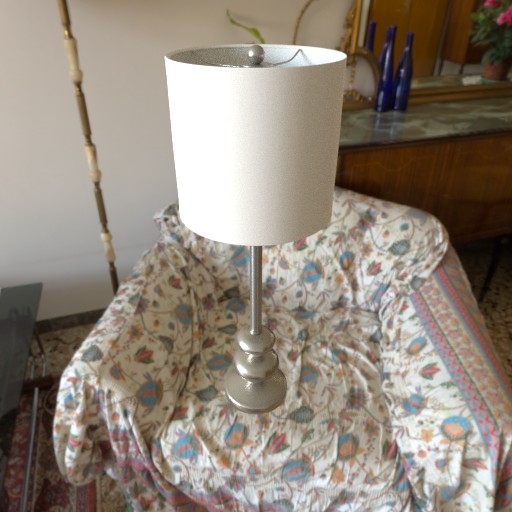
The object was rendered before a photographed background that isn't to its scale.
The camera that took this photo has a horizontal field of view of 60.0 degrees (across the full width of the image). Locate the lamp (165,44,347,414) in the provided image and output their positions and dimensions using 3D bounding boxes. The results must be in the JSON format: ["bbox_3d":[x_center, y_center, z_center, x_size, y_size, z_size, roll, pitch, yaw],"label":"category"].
[{"bbox_3d":[0.000,0.000,0.797,0.254,0.690,0.254,20,37,30],"label":"lamp"}]
